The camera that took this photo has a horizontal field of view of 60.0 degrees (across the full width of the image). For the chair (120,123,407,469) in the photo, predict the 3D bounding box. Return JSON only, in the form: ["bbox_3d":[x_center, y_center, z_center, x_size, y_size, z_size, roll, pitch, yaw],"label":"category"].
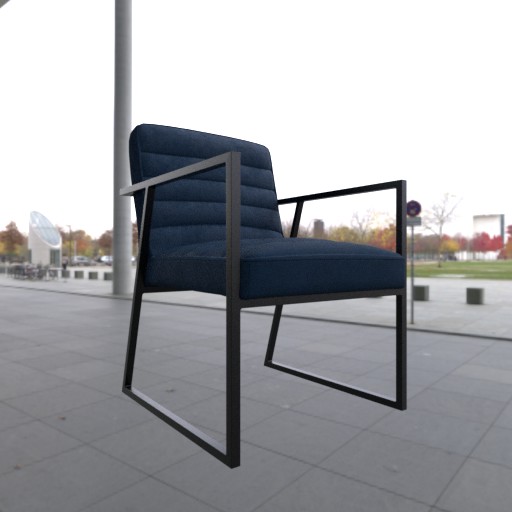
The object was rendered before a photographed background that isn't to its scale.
[{"bbox_3d":[0.000,0.000,1.280,0.571,0.833,0.677,0,0,-36],"label":"chair"}]
